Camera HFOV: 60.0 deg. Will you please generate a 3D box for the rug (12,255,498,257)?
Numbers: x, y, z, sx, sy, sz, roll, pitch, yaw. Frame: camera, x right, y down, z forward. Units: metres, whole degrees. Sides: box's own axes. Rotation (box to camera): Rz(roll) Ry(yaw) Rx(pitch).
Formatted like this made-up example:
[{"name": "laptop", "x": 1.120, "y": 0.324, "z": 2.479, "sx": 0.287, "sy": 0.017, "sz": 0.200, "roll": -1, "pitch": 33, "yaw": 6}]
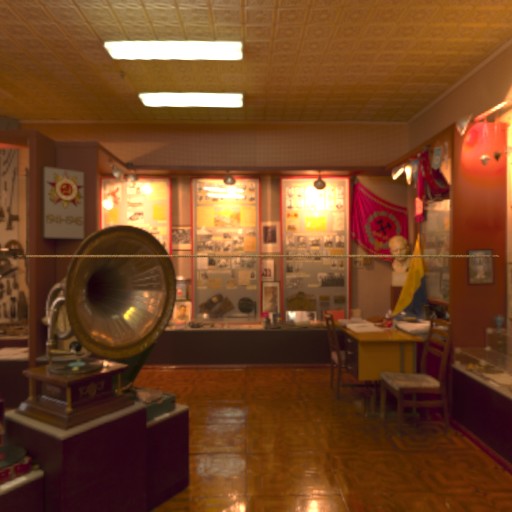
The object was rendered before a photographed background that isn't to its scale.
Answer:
[{"name": "rug", "x": 0.000, "y": 0.000, "z": 2.966, "sx": 2.435, "sy": 0.010, "sz": 1.544, "roll": 0, "pitch": 0, "yaw": 1}]
